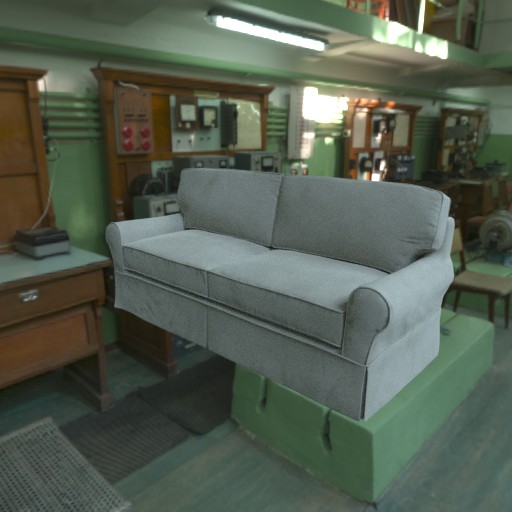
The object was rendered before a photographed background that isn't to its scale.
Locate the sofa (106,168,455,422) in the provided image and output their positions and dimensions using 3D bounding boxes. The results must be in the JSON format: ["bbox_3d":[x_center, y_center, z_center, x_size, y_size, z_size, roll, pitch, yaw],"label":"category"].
[{"bbox_3d":[0.000,0.000,2.842,2.246,1.014,0.900,14,21,40],"label":"sofa"}]
